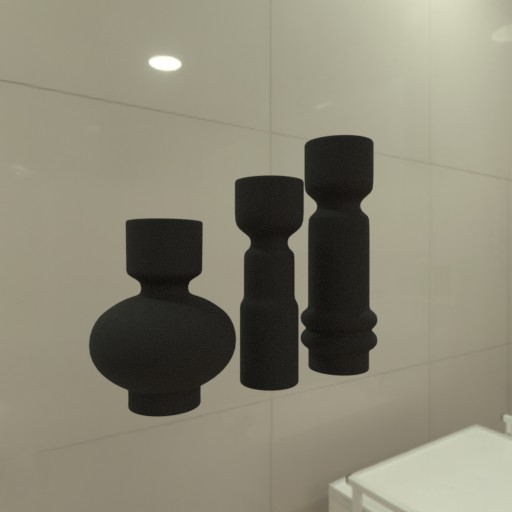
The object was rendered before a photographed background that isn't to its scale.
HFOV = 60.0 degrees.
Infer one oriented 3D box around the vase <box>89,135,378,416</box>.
[{"bbox_3d":[0.000,0.000,0.426,0.307,0.249,0.120,0,0,-35],"label":"vase"}]
